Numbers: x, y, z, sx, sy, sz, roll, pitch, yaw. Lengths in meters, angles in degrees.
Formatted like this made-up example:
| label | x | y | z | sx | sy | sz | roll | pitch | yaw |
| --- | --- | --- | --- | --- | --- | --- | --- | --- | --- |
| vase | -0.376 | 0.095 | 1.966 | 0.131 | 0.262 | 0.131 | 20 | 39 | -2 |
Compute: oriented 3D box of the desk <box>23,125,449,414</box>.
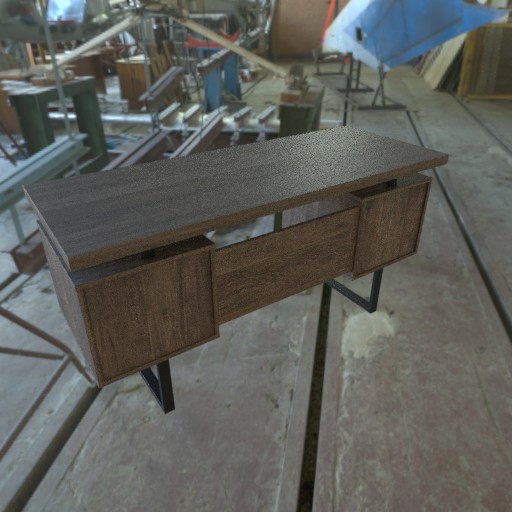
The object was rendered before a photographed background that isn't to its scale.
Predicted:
| label | x | y | z | sx | sy | sz | roll | pitch | yaw |
| --- | --- | --- | --- | --- | --- | --- | --- | --- | --- |
| desk | 0.000 | 0.000 | 1.861 | 1.524 | 0.760 | 0.600 | -19 | 35 | -29 |
